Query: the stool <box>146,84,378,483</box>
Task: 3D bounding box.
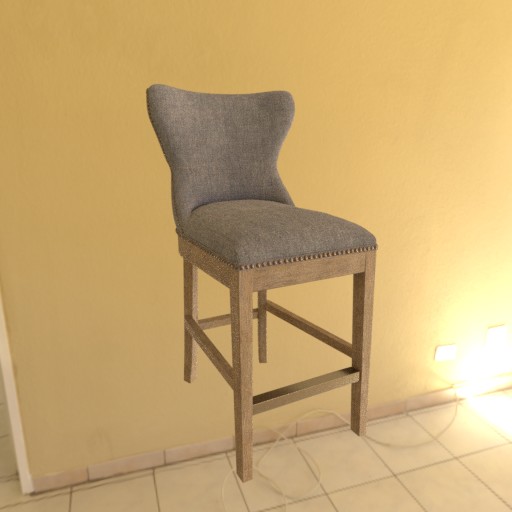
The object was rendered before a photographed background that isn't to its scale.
[{"bbox_3d":[0.000,0.000,1.325,0.498,0.981,0.608,-8,17,-27],"label":"stool"}]
